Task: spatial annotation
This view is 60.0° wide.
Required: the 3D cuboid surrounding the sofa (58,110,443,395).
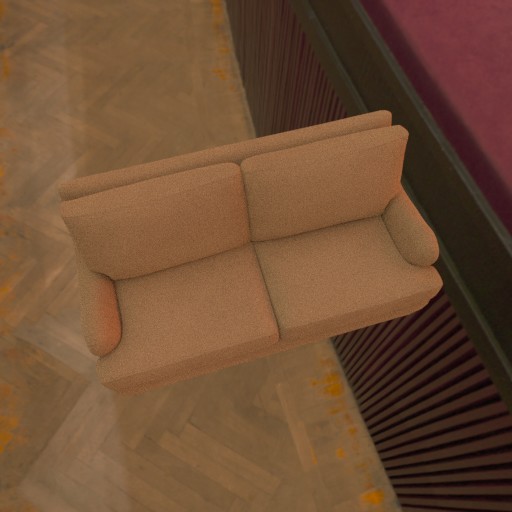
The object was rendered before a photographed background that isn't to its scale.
[{"bbox_3d":[0.000,0.000,2.704,2.070,0.997,1.091,-15,63,-8],"label":"sofa"}]
